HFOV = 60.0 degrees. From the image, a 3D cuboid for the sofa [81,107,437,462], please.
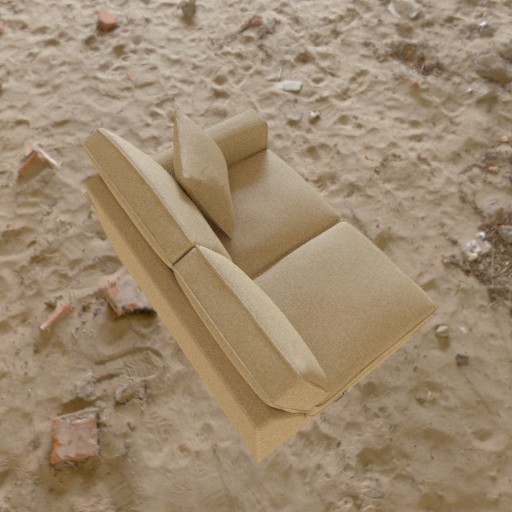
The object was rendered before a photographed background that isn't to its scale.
[{"bbox_3d":[0.000,0.000,2.043,0.991,0.989,1.388,-32,63,-18],"label":"sofa"}]
